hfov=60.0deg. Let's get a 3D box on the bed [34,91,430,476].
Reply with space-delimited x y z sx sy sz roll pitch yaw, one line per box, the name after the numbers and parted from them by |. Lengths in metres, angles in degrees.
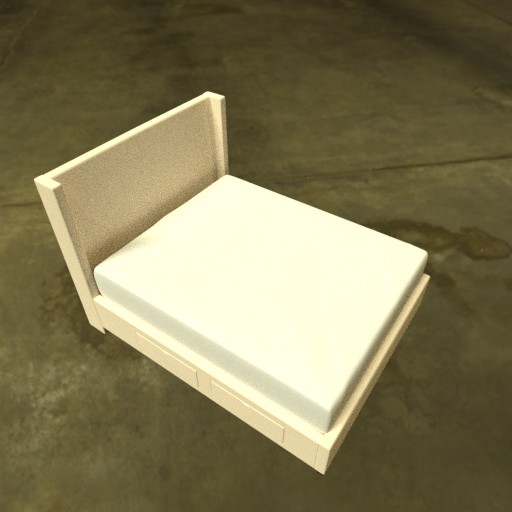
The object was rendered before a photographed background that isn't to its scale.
0.000 0.000 3.397 2.280 1.471 1.765 25 48 25 | bed
